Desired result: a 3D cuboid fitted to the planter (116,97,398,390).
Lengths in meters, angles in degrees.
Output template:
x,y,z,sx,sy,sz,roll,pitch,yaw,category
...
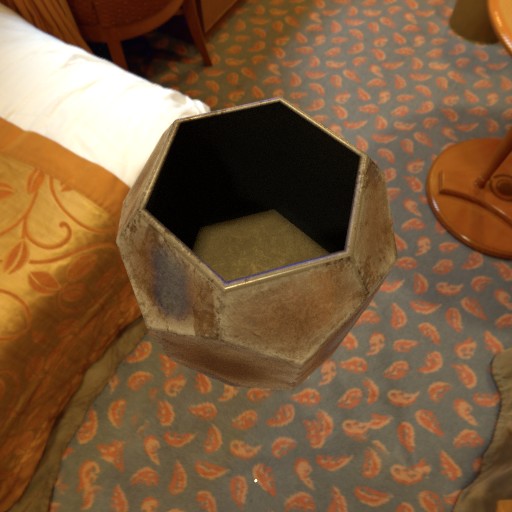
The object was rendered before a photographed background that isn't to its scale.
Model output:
x,y,z,sx,sy,sz,roll,pitch,yaw,category
0.000,0.000,0.427,0.221,0.238,0.243,-15,64,-7,planter
